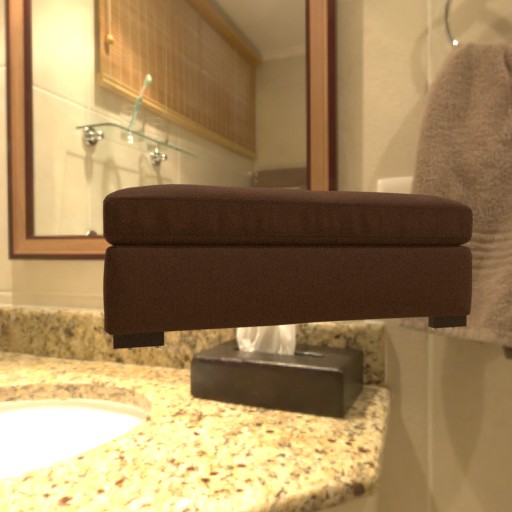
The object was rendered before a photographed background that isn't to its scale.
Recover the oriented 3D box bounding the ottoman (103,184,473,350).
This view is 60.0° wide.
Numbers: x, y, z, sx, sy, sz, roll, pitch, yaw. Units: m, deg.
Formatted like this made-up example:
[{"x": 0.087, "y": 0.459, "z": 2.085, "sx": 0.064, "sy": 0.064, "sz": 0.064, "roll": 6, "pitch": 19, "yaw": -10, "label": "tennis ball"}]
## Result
[{"x": 0.000, "y": 0.000, "z": 1.847, "sx": 1.181, "sy": 0.470, "sz": 1.181, "roll": 0, "pitch": 1, "yaw": -17, "label": "ottoman"}]
